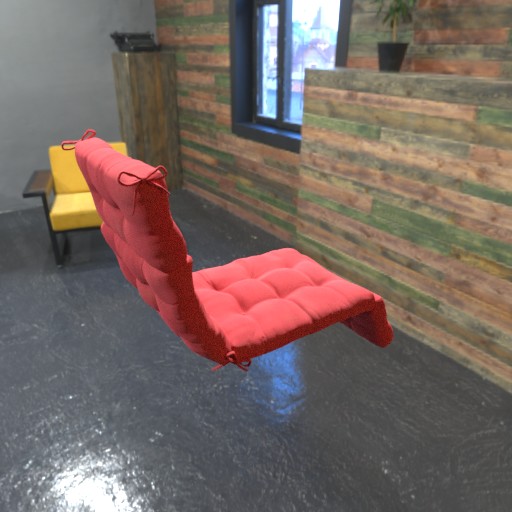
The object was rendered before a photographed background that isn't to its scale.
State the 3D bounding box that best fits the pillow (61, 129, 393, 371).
[{"bbox_3d":[0.000,0.000,1.510,1.016,0.863,0.526,-16,30,-31],"label":"pillow"}]
